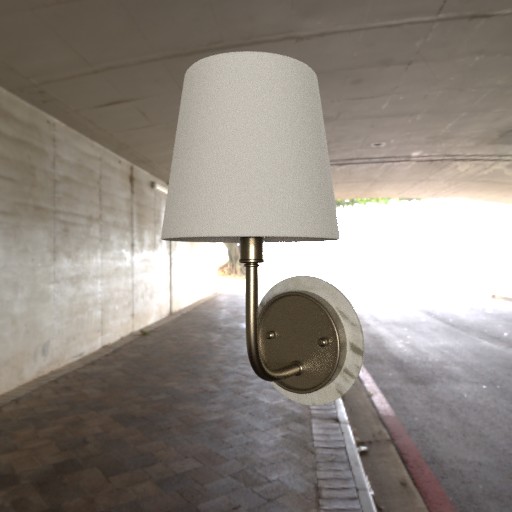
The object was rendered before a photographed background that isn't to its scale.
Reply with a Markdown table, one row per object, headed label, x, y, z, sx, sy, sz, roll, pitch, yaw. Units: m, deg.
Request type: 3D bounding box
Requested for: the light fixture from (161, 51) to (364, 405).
| label | x | y | z | sx | sy | sz | roll | pitch | yaw |
| --- | --- | --- | --- | --- | --- | --- | --- | --- | --- |
| light fixture | 0.000 | 0.000 | 0.434 | 0.168 | 0.337 | 0.188 | 0 | 0 | 38 |
